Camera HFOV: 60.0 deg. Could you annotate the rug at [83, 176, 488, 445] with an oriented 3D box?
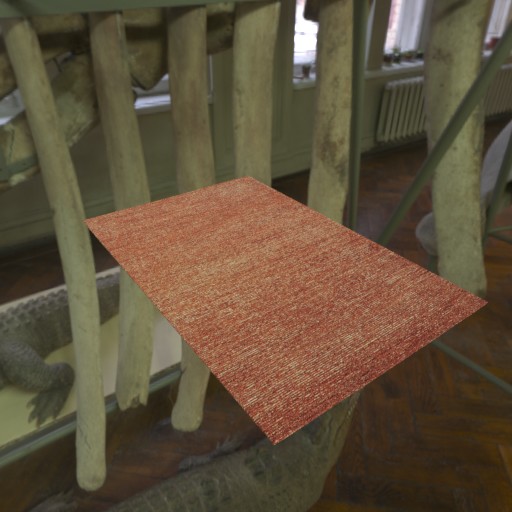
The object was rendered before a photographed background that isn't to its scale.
[{"bbox_3d":[0.000,0.000,2.173,1.139,0.011,1.747,-21,38,-30],"label":"rug"}]
